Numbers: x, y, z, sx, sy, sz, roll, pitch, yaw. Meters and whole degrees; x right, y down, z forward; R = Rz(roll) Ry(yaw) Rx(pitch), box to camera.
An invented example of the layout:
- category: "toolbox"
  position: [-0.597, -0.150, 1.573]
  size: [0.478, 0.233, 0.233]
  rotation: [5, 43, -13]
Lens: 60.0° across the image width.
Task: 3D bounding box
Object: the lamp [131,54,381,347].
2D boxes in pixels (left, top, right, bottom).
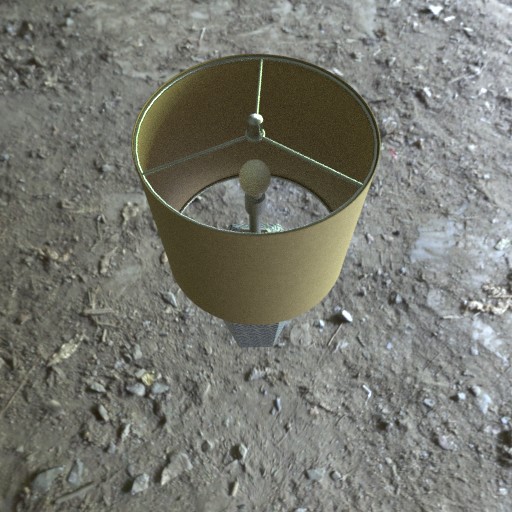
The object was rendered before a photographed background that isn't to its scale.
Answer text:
- category: "lamp"
  position: [0.000, 0.000, 0.851]
  size: [0.320, 0.682, 0.320]
  rotation: [30, 64, 16]
